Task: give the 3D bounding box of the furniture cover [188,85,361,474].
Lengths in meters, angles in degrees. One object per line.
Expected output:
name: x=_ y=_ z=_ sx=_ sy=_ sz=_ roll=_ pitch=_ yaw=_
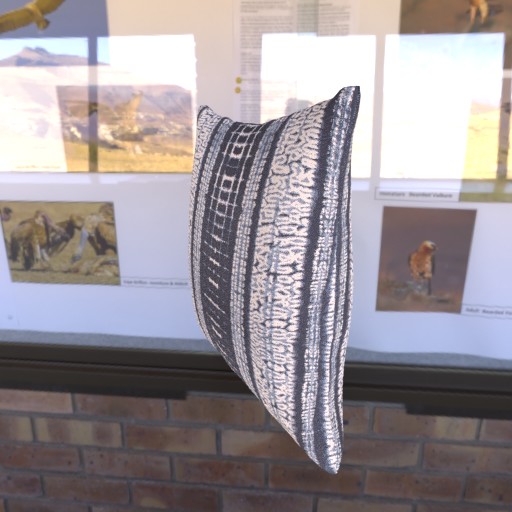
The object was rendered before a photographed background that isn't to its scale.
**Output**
furniture cover: x=0.000 y=0.000 z=0.645 sx=0.133 sy=0.435 sz=0.425 roll=-8 pitch=18 yaw=-25
